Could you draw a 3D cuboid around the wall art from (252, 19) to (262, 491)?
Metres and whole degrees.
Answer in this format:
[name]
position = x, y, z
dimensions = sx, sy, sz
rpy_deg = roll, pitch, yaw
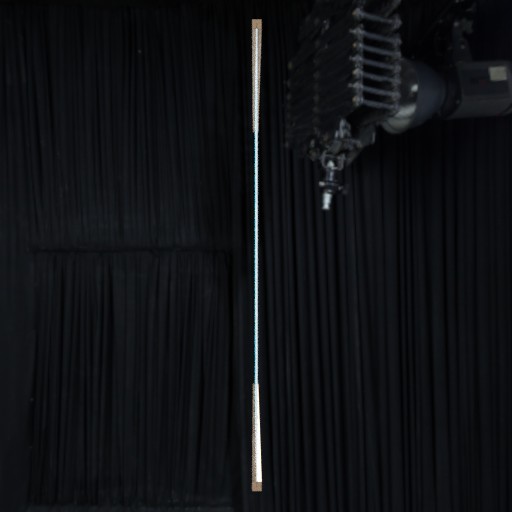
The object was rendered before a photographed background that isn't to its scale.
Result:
[wall art]
position = 0.000, 0.000, 0.801
dimensions = 0.012, 0.608, 0.459
rpy_deg = 0, -1, 0
